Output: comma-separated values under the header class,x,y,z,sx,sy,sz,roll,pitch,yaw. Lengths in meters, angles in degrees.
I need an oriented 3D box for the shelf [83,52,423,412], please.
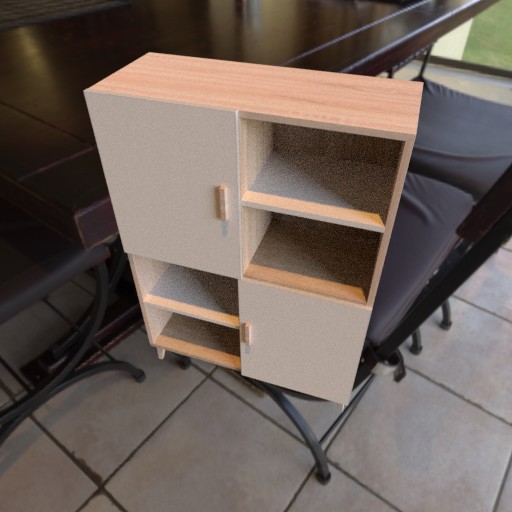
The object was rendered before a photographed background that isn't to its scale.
class,x,y,z,sx,sy,sz,roll,pitch,yaw
shelf,0.000,0.000,1.854,0.995,1.405,0.434,12,42,14
